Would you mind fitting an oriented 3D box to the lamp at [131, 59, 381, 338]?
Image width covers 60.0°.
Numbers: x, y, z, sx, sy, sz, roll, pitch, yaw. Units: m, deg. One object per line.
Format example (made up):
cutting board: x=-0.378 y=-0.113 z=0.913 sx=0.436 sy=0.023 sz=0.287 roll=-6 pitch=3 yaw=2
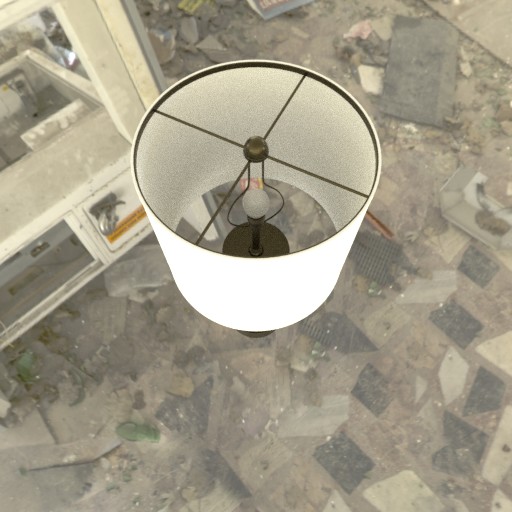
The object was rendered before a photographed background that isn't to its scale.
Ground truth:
lamp: x=0.000 y=0.000 z=0.806 sx=0.301 sy=0.630 sz=0.301 roll=-16 pitch=65 yaw=-8
